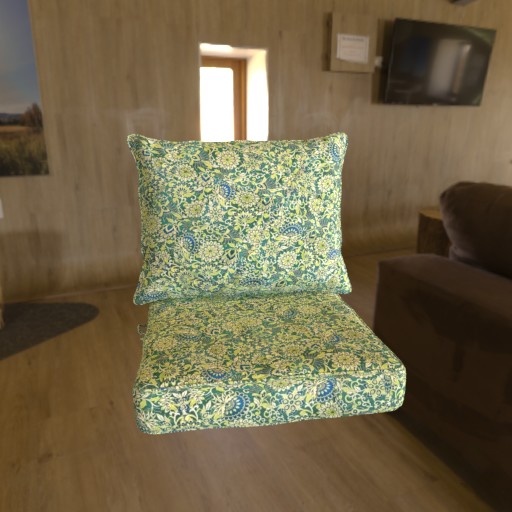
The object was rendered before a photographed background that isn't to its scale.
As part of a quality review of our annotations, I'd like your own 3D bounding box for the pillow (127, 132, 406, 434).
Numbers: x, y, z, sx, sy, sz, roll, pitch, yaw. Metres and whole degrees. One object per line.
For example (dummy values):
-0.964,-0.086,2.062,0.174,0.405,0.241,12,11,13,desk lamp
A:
0.000,0.000,1.351,0.798,0.722,0.740,-2,16,-8,pillow
